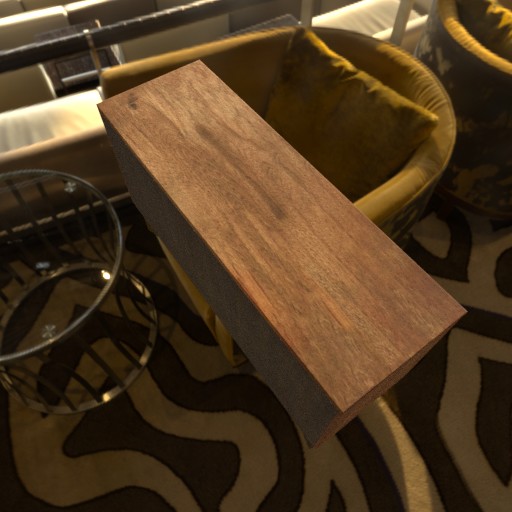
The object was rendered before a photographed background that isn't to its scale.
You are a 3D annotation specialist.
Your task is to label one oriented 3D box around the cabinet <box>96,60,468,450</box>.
[{"bbox_3d":[0.000,0.000,1.781,0.480,0.812,1.373,-32,64,-18],"label":"cabinet"}]
